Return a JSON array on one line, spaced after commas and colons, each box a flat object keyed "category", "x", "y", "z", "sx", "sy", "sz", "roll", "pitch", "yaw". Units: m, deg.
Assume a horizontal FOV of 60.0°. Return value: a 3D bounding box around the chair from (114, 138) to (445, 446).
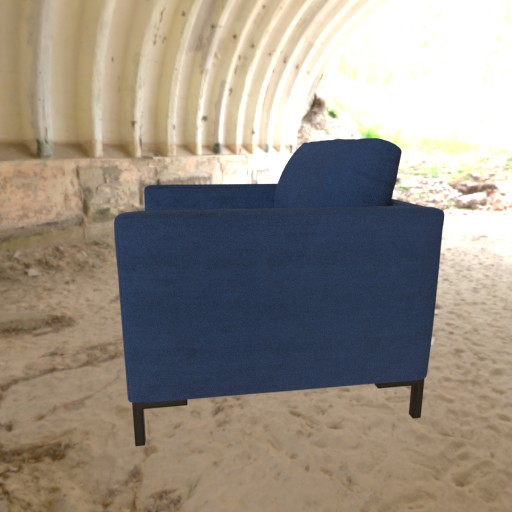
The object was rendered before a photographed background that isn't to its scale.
[{"category": "chair", "x": 0.000, "y": 0.000, "z": 1.591, "sx": 0.875, "sy": 0.812, "sz": 0.964, "roll": -2, "pitch": 14, "yaw": -9}]
